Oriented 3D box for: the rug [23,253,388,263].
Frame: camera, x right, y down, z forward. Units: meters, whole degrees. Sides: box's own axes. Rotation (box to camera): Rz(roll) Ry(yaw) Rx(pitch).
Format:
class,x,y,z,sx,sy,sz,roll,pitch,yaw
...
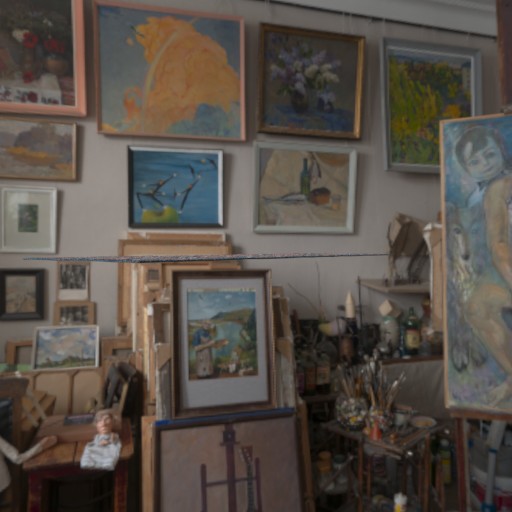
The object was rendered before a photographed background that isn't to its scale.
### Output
class,x,y,z,sx,sy,sz,roll,pitch,yaw
rug,0.000,0.000,2.731,0.801,0.010,2.459,1,1,36
